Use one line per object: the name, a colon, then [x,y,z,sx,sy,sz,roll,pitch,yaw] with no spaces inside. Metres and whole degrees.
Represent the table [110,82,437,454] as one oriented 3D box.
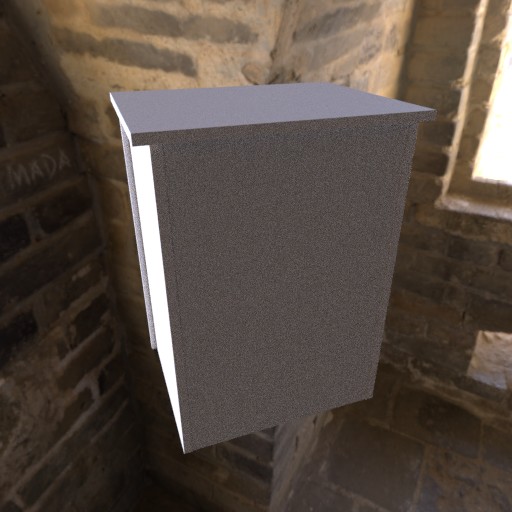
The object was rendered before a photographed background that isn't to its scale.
table: [0.000,0.000,0.946,0.480,0.635,0.381,-10,30,-18]
